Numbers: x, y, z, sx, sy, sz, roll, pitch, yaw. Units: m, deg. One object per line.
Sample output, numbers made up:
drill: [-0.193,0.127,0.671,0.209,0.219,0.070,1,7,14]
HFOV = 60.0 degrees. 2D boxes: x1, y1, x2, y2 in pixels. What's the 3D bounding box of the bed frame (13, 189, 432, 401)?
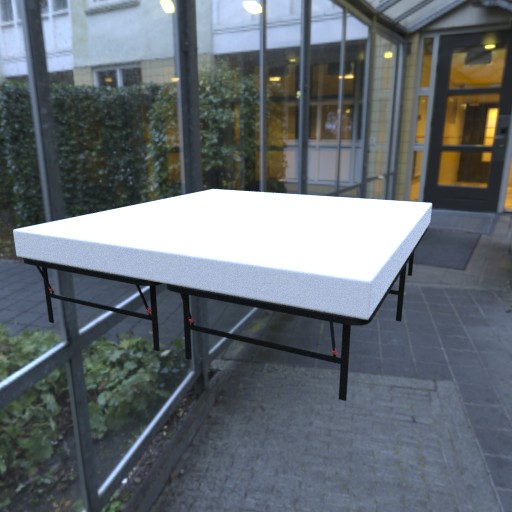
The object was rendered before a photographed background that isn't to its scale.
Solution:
bed frame: [0.000,0.000,2.931,1.930,0.559,2.032,8,17,26]
